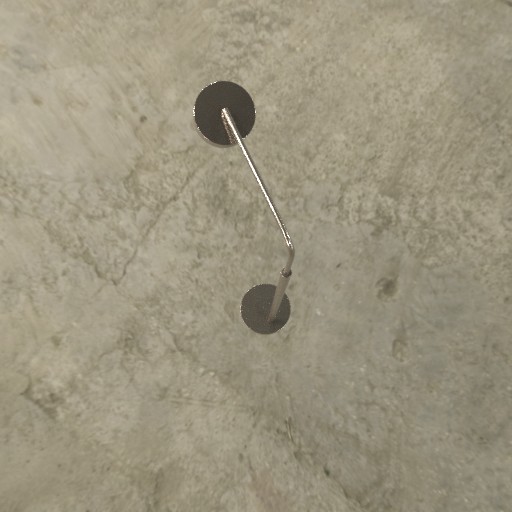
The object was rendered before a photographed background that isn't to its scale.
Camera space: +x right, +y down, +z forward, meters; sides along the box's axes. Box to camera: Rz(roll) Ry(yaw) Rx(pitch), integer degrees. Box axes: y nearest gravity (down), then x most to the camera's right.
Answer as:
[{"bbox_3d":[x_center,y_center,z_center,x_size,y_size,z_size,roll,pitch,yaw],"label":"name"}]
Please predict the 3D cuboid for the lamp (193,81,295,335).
[{"bbox_3d":[0.000,0.000,1.386,0.222,1.250,0.421,-24,77,-6],"label":"lamp"}]
